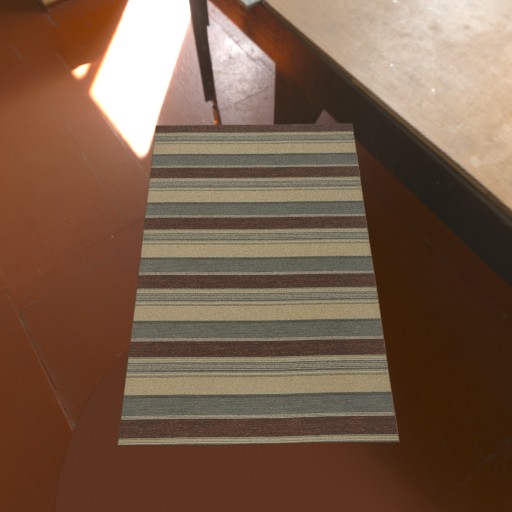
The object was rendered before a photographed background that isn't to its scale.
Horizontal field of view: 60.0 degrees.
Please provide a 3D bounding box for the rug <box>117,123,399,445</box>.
[{"bbox_3d":[0.000,0.000,2.330,1.219,0.008,1.829,-1,63,0],"label":"rug"}]
